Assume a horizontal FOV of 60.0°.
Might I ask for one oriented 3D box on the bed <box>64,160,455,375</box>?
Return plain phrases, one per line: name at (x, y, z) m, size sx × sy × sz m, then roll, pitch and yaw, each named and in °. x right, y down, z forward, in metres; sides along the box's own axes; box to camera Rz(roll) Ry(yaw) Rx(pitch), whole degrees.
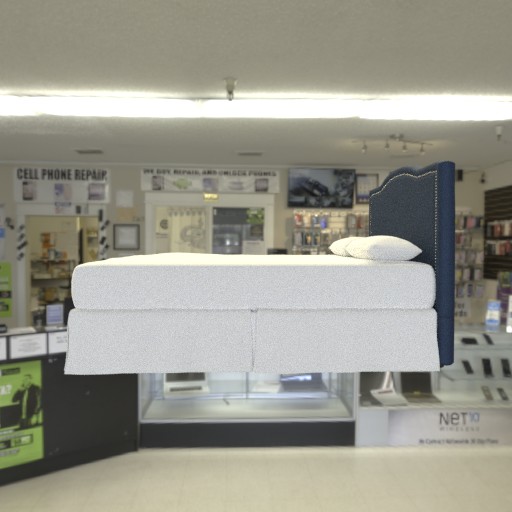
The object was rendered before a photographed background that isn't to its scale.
bed at (0.000, 0.000, 3.621) m, size 2.507 × 1.441 × 1.741 m, roll 0°, pitch 2°, yaw -1°
